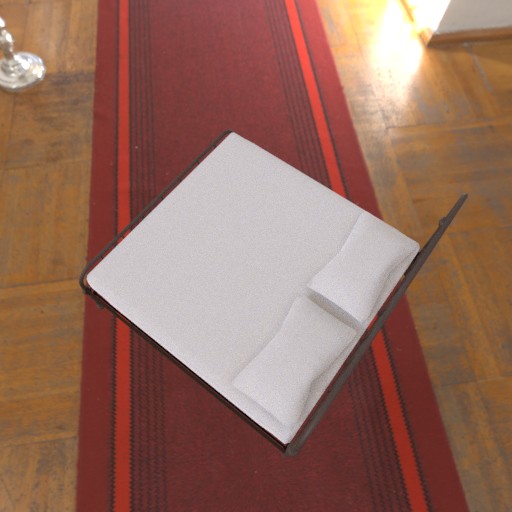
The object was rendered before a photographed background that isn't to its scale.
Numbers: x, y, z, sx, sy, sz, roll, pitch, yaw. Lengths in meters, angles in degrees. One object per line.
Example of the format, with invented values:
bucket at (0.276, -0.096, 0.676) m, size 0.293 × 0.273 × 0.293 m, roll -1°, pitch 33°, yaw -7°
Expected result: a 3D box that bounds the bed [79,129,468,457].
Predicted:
bed at (0.000, 0.000, 3.481) m, size 2.134 × 1.446 × 2.044 m, roll 34°, pitch 69°, yaw 15°
